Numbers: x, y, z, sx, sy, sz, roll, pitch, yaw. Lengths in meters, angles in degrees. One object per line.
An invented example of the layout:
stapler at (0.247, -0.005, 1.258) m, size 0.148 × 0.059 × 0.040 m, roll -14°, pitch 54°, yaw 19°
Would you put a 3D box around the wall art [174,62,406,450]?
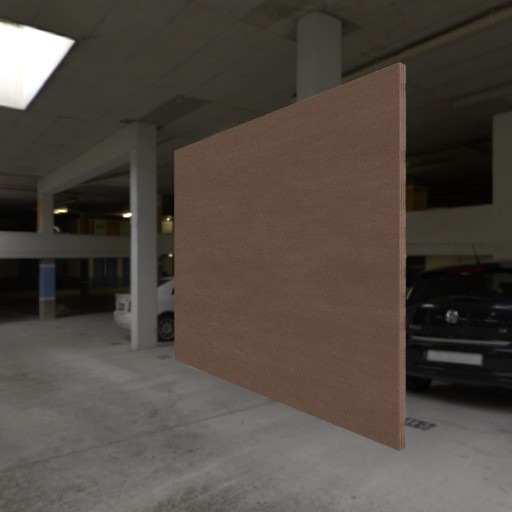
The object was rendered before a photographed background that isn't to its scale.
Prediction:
wall art at (0.000, 0.000, 0.670) m, size 0.012 × 0.408 × 0.508 m, roll 0°, pitch 0°, yaw -38°
